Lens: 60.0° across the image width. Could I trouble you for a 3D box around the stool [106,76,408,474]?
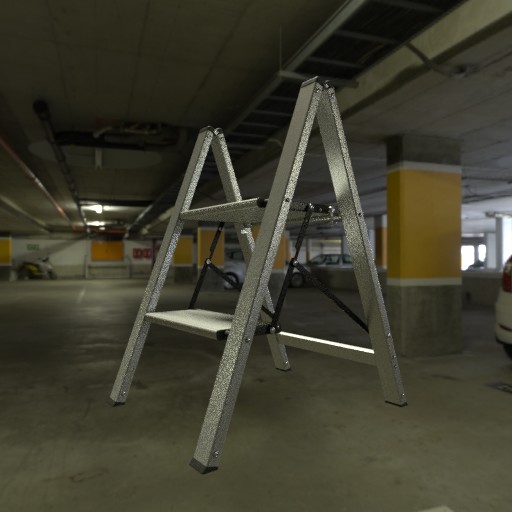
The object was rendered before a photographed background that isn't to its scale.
[{"bbox_3d":[0.000,0.000,1.010,0.535,0.670,0.440,0,-1,-37],"label":"stool"}]
